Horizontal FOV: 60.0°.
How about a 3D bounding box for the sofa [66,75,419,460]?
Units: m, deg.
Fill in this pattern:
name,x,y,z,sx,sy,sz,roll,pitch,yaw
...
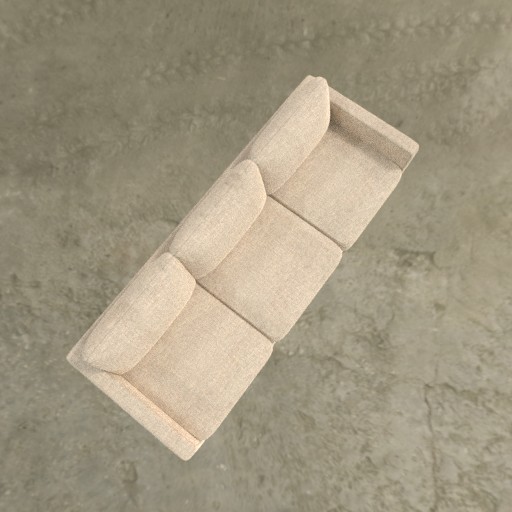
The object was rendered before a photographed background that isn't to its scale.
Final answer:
name,x,y,z,sx,sy,sz,roll,pitch,yaw
sofa,0.000,0.000,2.705,0.859,0.874,2.218,36,77,9
